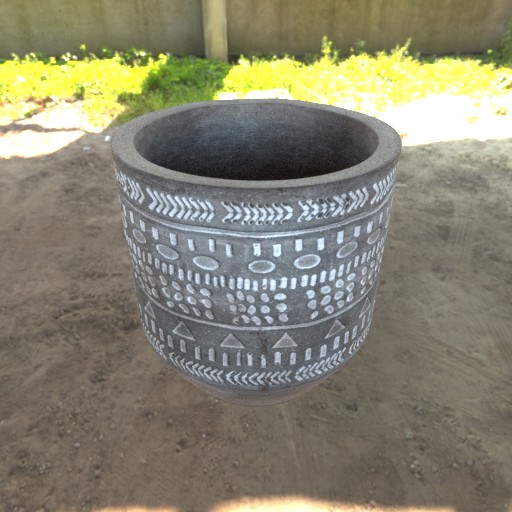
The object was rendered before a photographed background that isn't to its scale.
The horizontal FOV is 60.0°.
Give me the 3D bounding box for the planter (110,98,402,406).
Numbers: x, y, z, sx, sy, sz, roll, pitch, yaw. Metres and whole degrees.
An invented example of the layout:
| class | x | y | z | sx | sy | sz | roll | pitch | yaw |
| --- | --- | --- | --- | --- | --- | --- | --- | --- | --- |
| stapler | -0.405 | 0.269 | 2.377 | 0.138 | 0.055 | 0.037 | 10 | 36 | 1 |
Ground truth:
| class | x | y | z | sx | sy | sz | roll | pitch | yaw |
| --- | --- | --- | --- | --- | --- | --- | --- | --- | --- |
| planter | 0.000 | 0.000 | 0.224 | 0.122 | 0.128 | 0.122 | 0 | 33 | 0 |
